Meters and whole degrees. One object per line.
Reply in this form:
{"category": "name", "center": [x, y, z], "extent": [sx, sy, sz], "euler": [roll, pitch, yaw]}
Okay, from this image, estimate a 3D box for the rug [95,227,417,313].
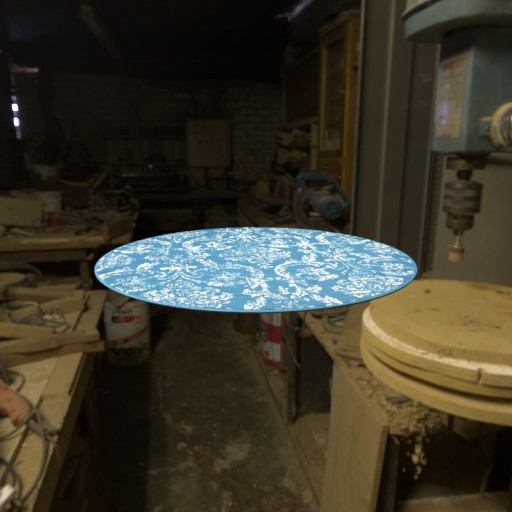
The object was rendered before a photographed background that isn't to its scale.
{"category": "rug", "center": [0.000, 0.000, 2.318], "extent": [1.593, 0.012, 1.593], "euler": [0, 14, 0]}
